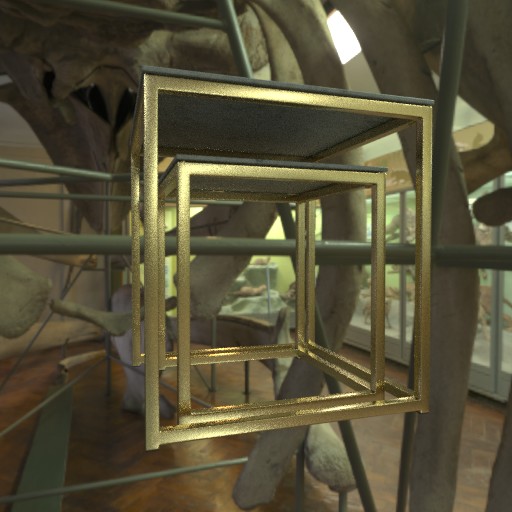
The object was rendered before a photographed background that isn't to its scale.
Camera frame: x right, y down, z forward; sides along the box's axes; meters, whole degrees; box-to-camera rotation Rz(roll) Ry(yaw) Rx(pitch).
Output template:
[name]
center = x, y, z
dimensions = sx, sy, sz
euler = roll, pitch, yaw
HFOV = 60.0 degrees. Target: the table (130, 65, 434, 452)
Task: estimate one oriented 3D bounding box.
[table]
center = 0.000, 0.000, 0.853
dimensions = 0.450, 0.500, 0.450
euler = 0, 1, -18
